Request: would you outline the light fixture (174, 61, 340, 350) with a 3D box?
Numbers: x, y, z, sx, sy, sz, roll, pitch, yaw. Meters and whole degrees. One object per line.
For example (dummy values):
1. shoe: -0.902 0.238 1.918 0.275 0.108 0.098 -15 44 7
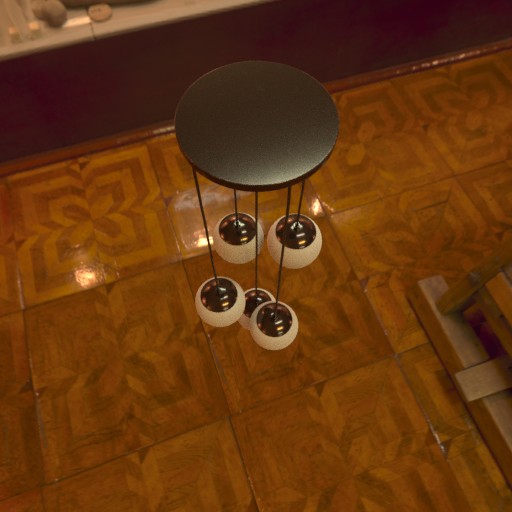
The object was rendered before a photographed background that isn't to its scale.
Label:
1. light fixture: 0.000 0.000 1.492 0.489 1.271 0.484 -16 64 -8
